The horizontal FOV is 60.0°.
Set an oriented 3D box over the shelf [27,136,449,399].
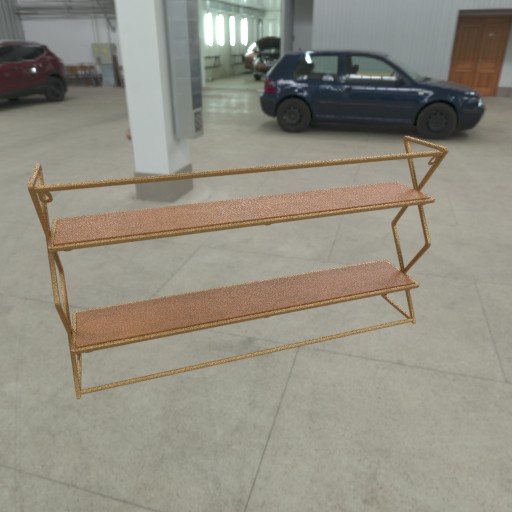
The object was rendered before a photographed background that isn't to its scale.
[{"bbox_3d":[0.000,0.000,0.987,0.822,0.450,0.150,-9,27,-17],"label":"shelf"}]
